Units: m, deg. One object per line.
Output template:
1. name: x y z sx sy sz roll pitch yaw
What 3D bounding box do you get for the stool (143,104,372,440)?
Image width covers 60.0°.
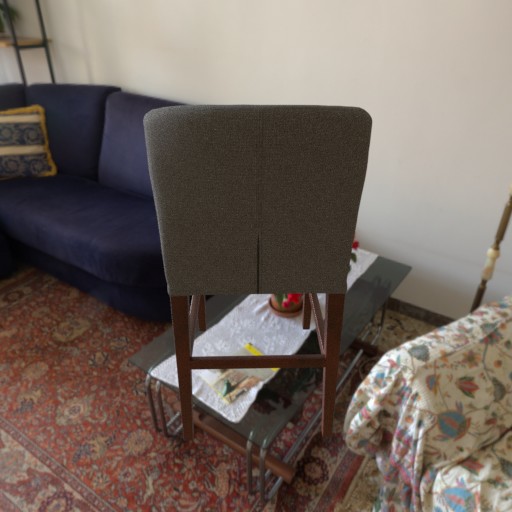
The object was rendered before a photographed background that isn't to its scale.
1. stool: 0.000 0.000 1.288 0.479 0.968 0.568 -1 31 -1
